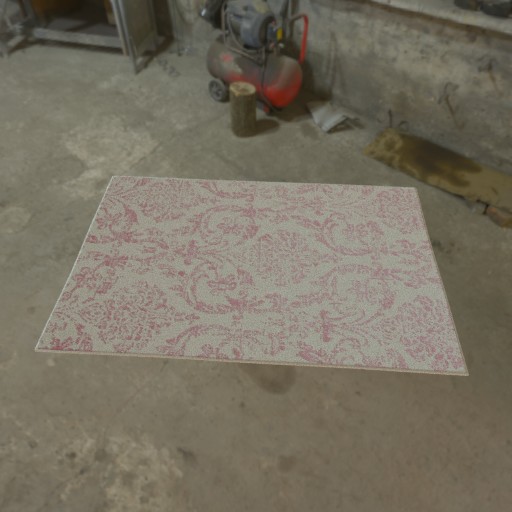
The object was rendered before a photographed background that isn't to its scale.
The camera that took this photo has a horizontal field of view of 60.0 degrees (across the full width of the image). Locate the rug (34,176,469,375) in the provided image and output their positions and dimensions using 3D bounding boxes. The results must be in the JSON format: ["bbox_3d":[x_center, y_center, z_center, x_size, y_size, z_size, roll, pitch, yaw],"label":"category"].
[{"bbox_3d":[0.000,0.000,2.278,1.839,0.012,1.219,3,48,2],"label":"rug"}]
